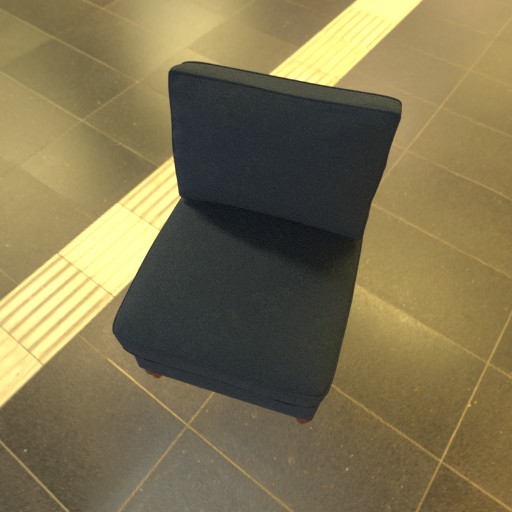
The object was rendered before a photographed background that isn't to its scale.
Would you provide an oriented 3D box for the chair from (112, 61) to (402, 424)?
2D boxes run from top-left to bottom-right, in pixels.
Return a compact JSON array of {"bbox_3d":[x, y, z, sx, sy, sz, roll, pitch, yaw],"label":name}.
[{"bbox_3d":[0.000,0.000,1.586,0.724,1.052,0.912,15,58,9],"label":"chair"}]
